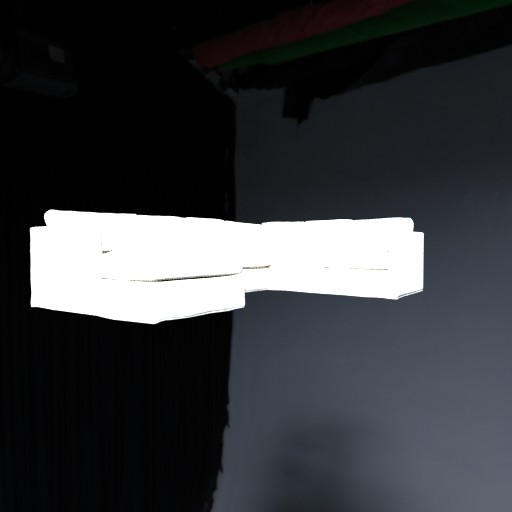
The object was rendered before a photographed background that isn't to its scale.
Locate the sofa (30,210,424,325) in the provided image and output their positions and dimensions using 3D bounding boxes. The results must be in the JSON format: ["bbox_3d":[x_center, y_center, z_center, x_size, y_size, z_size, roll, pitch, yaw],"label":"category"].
[{"bbox_3d":[0.000,0.000,4.545,2.448,0.882,3.464,1,1,35],"label":"sofa"}]
